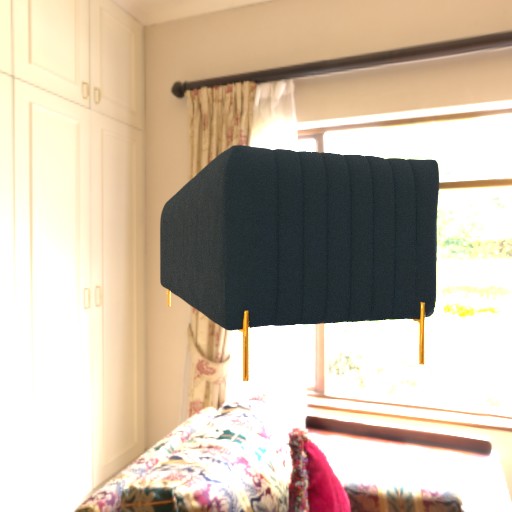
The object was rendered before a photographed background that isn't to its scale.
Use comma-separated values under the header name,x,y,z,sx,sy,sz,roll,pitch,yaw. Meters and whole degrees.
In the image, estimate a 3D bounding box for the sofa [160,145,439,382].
name,x,y,z,sx,sy,sz,roll,pitch,yaw
sofa,0.000,0.000,2.553,0.896,0.793,2.136,0,1,-18
